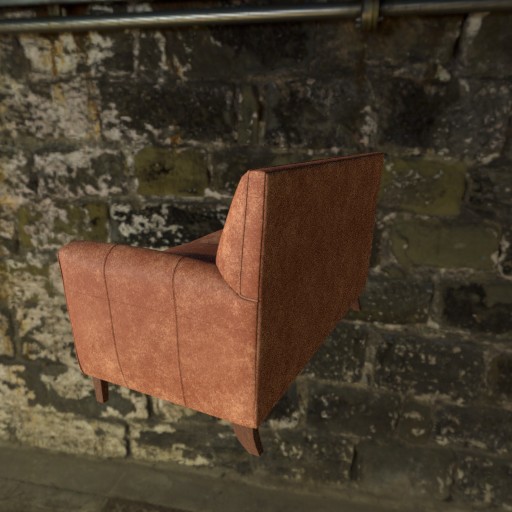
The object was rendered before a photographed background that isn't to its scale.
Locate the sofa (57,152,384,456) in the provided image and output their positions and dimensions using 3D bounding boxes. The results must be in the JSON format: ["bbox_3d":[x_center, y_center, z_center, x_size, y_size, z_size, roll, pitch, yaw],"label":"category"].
[{"bbox_3d":[0.000,0.000,1.964,0.787,0.871,1.473,7,17,25],"label":"sofa"}]
